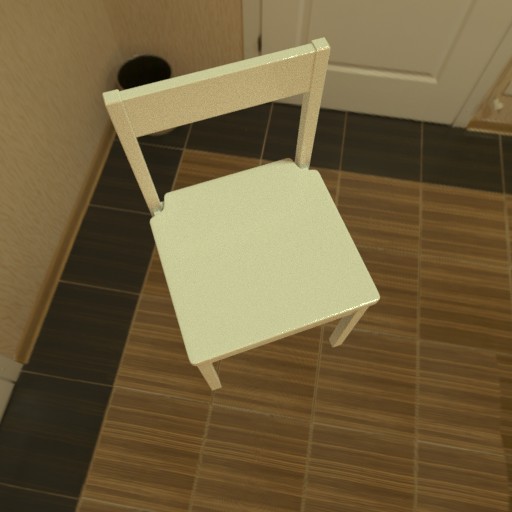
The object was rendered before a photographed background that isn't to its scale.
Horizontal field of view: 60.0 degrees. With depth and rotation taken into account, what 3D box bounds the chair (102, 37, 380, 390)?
[{"bbox_3d":[0.000,0.000,0.906,0.367,0.668,0.361,-18,66,-8],"label":"chair"}]
